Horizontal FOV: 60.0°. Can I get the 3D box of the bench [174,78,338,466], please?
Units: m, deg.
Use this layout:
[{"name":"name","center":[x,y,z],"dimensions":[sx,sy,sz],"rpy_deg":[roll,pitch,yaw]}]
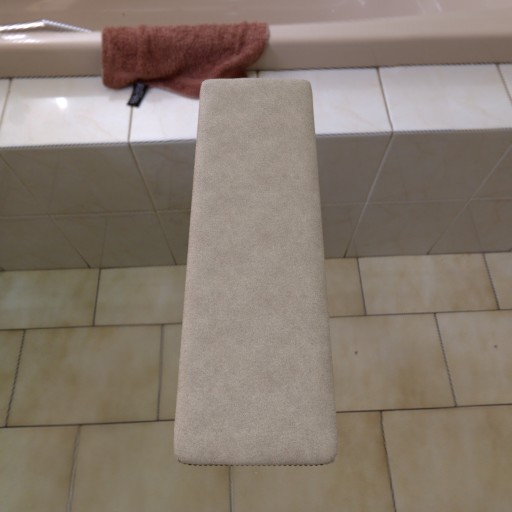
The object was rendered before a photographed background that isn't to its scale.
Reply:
[{"name":"bench","center":[0.000,0.000,1.726],"dimensions":[0.470,0.447,1.482],"rpy_deg":[0,64,0]}]
